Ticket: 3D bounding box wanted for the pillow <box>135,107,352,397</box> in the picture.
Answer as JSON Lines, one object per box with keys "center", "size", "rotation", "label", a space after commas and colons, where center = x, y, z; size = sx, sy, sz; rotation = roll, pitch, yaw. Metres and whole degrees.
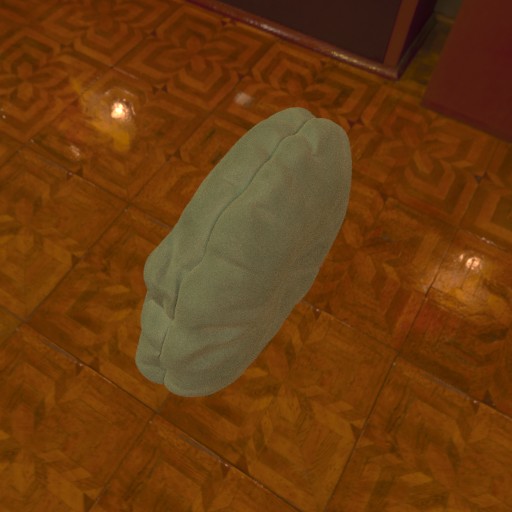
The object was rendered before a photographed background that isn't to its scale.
{"center": [0.000, 0.000, 0.623], "size": [0.148, 0.407, 0.428], "rotation": [31, 66, 15], "label": "pillow"}
